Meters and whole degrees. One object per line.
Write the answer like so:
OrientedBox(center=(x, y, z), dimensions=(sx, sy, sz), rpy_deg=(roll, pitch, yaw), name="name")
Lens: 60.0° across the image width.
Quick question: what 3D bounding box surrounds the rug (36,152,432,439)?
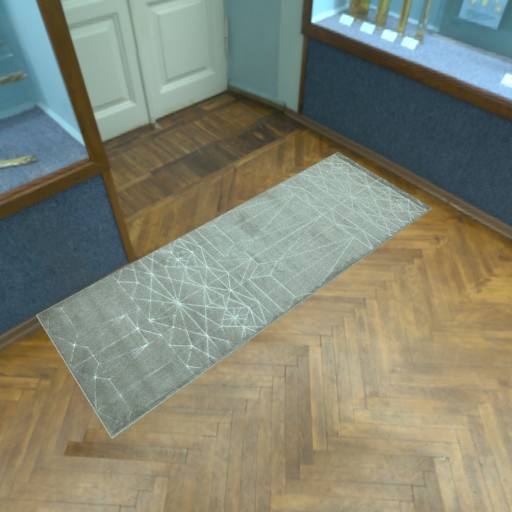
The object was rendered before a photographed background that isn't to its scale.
OrientedBox(center=(0.000, 0.000, 2.700), dimensions=(2.388, 0.012, 0.864), rpy_deg=(-32, 55, -26), name="rug")
